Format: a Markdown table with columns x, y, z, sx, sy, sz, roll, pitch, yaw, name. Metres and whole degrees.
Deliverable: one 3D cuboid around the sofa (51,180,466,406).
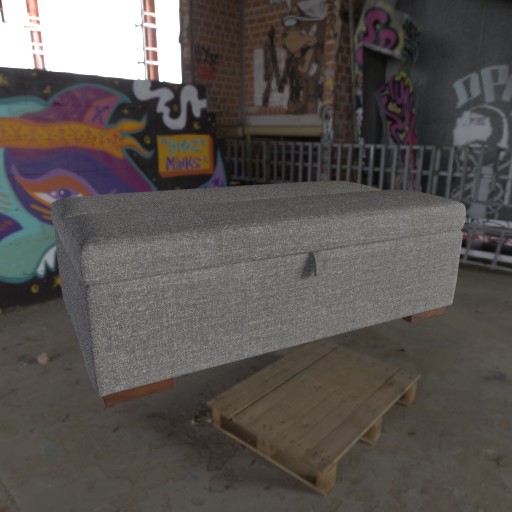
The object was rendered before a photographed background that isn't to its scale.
| x | y | z | sx | sy | sz | roll | pitch | yaw | name |
| --- | --- | --- | --- | --- | --- | --- | --- | --- | --- |
| 0.000 | 0.000 | 1.534 | 1.198 | 0.417 | 0.782 | -8 | 18 | -27 | sofa |
